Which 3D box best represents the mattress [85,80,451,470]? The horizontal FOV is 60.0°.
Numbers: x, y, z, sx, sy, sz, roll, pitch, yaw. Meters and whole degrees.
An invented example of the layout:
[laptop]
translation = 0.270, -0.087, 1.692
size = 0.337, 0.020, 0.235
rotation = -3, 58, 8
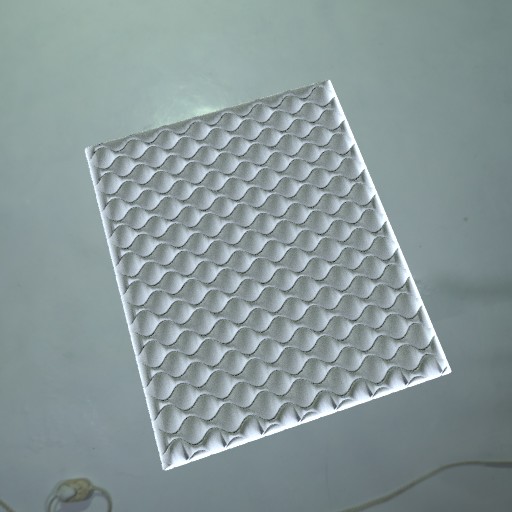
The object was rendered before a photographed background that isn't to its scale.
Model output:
[mattress]
translation = 0.000, 0.000, 2.599
size = 1.600, 0.200, 1.900
rotation = -17, 76, -4
